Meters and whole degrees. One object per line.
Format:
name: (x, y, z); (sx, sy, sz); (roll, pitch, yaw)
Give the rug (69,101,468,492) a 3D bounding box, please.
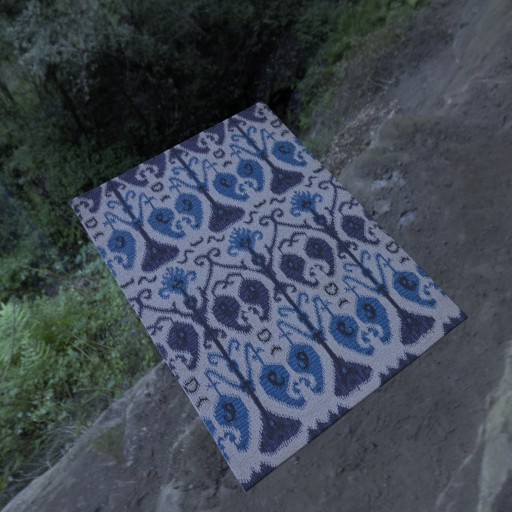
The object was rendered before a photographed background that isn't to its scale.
rug: (0.000, 0.000, 4.276); (2.443, 0.024, 3.228); (-32, 68, -15)
